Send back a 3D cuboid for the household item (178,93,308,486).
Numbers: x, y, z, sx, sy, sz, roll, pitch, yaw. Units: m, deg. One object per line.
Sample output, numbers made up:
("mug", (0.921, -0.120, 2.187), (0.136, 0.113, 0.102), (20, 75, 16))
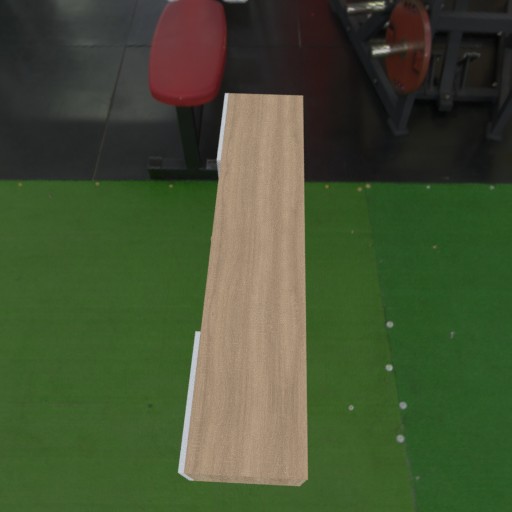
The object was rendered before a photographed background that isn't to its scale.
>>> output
("household item", (0.000, 0.000, 2.041), (0.420, 0.310, 1.850), (2, 59, 1))
